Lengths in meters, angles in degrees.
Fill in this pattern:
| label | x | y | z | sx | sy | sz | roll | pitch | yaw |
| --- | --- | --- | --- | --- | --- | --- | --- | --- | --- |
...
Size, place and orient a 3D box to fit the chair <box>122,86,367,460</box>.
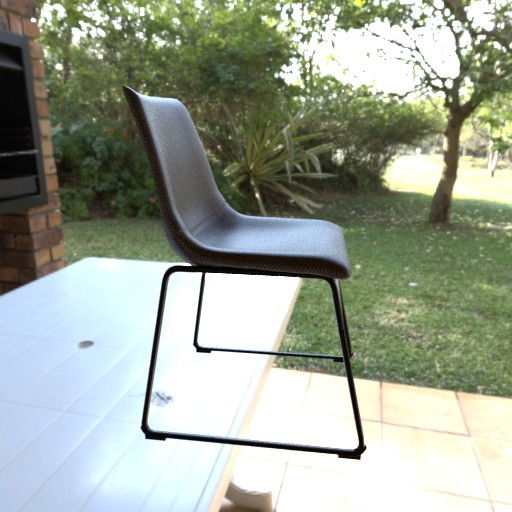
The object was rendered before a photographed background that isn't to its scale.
| label | x | y | z | sx | sy | sz | roll | pitch | yaw |
| --- | --- | --- | --- | --- | --- | --- | --- | --- | --- |
| chair | 0.000 | 0.000 | 1.114 | 0.550 | 0.780 | 0.460 | 2 | 15 | 8 |
